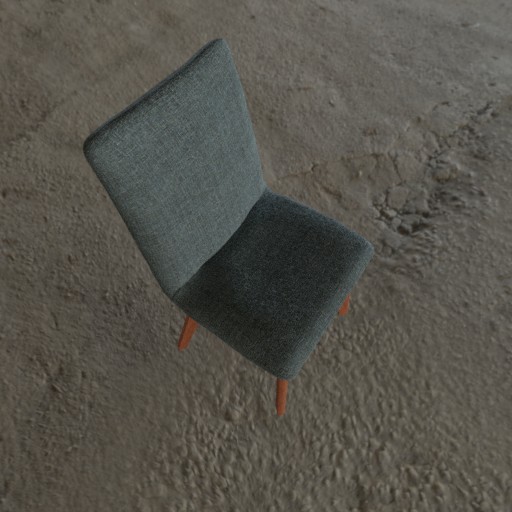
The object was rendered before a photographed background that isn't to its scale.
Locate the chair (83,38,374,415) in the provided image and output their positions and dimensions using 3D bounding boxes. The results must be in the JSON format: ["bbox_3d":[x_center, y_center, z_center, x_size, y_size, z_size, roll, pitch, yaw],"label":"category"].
[{"bbox_3d":[0.000,0.000,1.299,0.563,0.974,0.522,30,63,17],"label":"chair"}]
